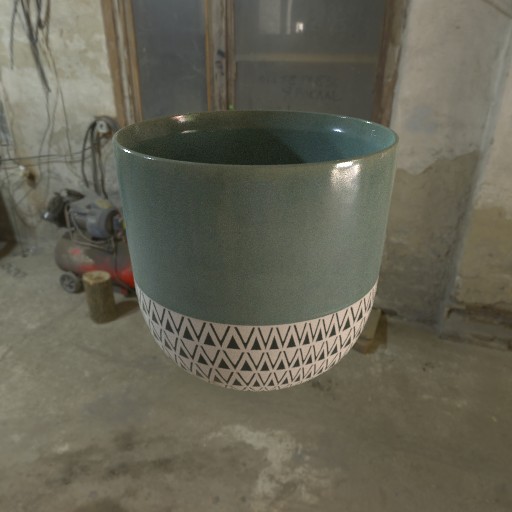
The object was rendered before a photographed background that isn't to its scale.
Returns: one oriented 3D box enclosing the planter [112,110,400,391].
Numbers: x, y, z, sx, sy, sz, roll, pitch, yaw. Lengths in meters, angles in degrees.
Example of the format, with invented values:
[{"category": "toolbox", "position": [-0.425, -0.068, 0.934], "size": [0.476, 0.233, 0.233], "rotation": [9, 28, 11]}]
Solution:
[{"category": "planter", "position": [0.000, 0.000, 0.485], "size": [0.266, 0.270, 0.266], "rotation": [0, 26, 0]}]
